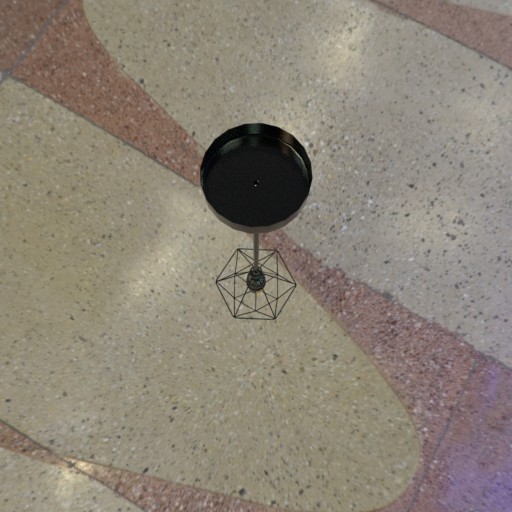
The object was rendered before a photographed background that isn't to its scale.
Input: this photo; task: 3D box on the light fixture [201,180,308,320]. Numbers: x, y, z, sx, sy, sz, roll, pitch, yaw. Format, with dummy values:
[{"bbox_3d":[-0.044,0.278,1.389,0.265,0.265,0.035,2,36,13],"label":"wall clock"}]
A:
[{"bbox_3d":[0.000,0.000,2.009,0.431,1.764,0.487,31,78,7],"label":"light fixture"}]
